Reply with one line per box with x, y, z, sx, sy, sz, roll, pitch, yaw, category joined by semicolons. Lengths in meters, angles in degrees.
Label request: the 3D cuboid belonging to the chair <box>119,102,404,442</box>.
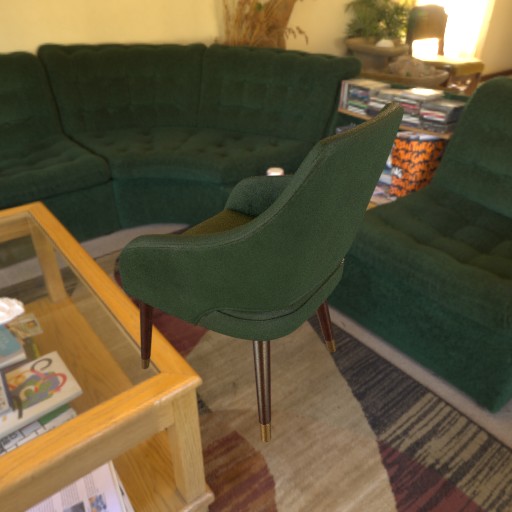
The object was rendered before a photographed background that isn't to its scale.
0.000;0.000;1.571;0.794;1.081;0.683;20;37;28;chair
